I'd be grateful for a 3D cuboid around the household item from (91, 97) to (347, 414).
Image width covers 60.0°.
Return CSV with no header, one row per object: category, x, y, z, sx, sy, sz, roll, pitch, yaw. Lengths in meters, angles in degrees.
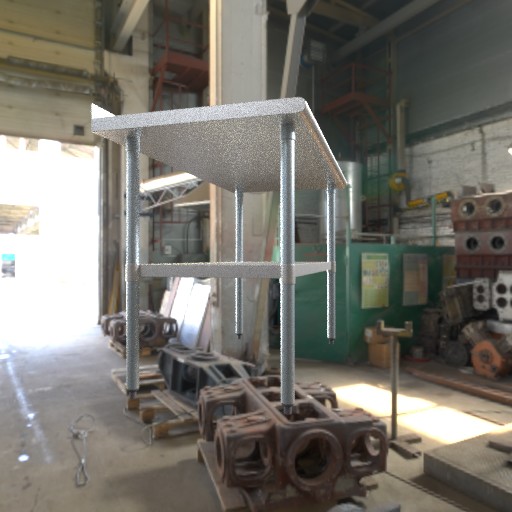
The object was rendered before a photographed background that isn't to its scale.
household item,0.000,0.000,1.743,0.610,0.851,1.219,0,0,16
